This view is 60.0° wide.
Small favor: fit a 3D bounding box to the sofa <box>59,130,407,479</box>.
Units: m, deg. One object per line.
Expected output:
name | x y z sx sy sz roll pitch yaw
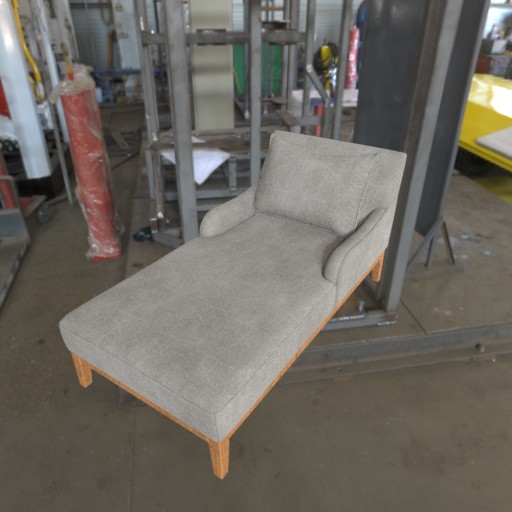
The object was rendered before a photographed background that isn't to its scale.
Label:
sofa | 0.000 0.000 2.296 0.894 0.859 1.779 19 36 29
